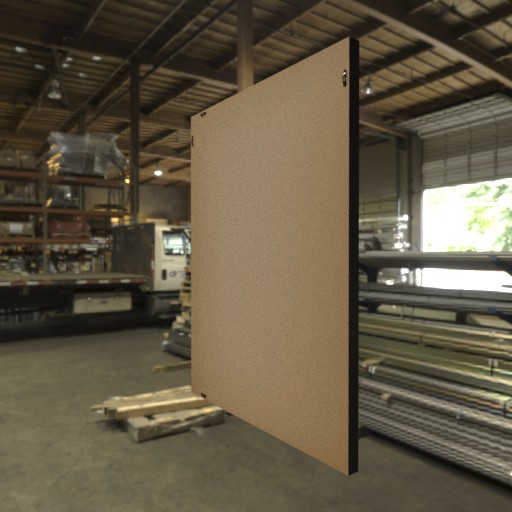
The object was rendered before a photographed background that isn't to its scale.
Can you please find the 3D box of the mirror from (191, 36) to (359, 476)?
[{"bbox_3d":[0.000,0.000,1.339,0.040,1.016,0.762,0,1,-37],"label":"mirror"}]
